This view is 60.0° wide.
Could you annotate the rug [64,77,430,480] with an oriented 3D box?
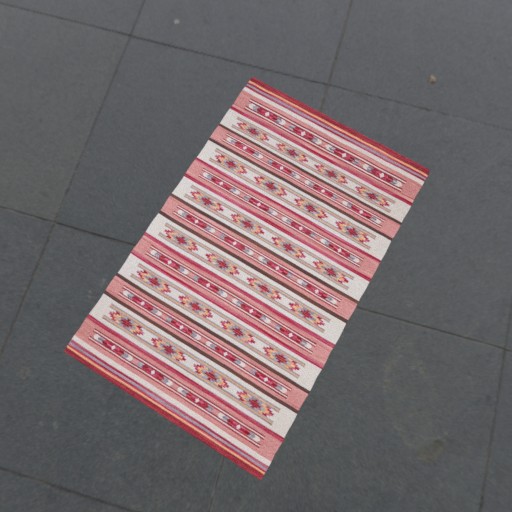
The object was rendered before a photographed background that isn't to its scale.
[{"bbox_3d":[0.000,0.000,3.099,1.535,0.010,2.431,30,78,7],"label":"rug"}]
